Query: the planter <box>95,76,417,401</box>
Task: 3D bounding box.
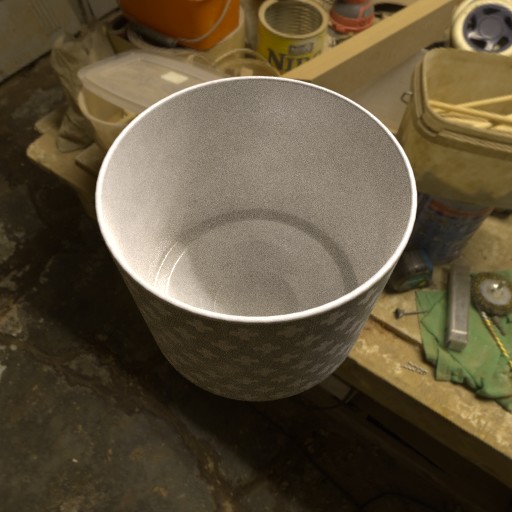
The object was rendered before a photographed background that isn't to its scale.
[{"bbox_3d":[0.000,0.000,0.342,0.190,0.181,0.190,0,58,0],"label":"planter"}]
